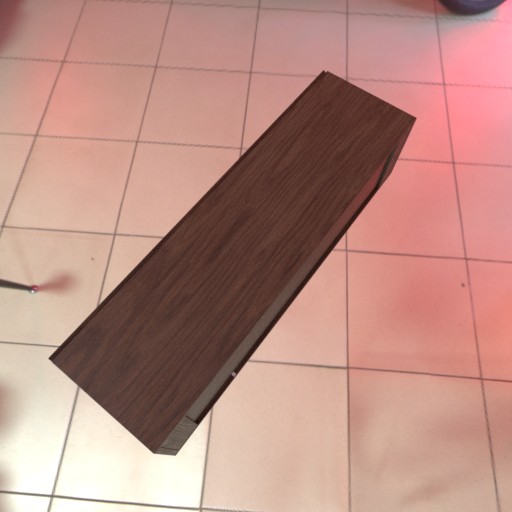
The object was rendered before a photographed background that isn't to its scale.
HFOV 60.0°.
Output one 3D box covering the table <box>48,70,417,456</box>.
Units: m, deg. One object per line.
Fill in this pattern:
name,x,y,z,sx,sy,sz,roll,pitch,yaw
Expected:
table,0.000,0.000,1.652,0.405,0.508,1.397,35,70,15
